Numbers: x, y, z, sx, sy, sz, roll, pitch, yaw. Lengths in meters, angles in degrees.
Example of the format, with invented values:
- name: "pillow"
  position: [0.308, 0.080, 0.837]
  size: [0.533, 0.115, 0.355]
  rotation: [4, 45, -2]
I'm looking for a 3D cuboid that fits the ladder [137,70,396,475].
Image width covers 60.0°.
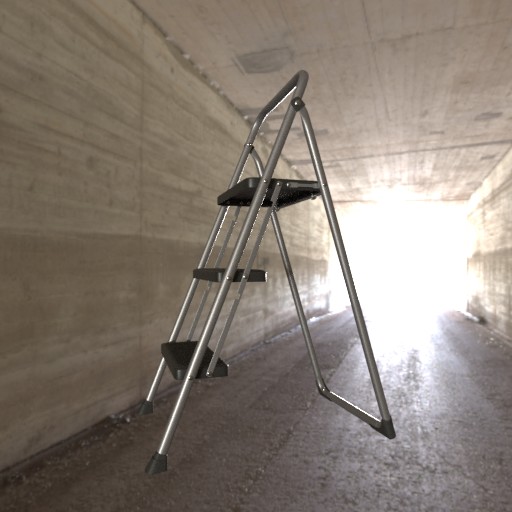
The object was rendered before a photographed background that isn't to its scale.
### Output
- name: "ladder"
  position: [0.000, 0.000, 1.249]
  size: [0.629, 0.945, 0.430]
  rotation: [0, -1, -17]
